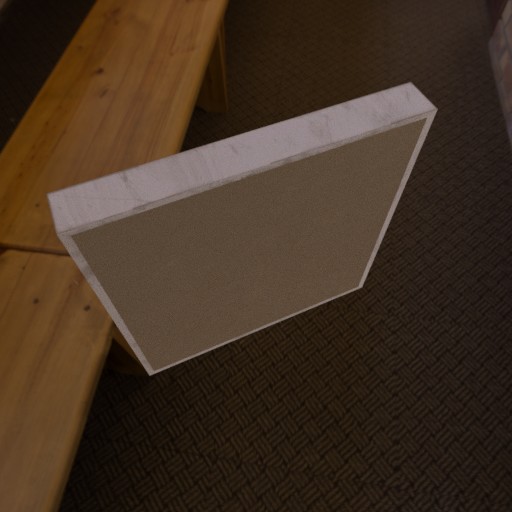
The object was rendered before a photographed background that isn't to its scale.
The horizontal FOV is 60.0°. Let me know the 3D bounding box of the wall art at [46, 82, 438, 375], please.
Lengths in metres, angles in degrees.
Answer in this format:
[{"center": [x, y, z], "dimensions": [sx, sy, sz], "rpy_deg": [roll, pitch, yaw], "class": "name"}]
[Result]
[{"center": [0.000, 0.000, 0.462], "dimensions": [0.305, 0.303, 0.038], "rpy_deg": [-21, 60, -13], "class": "wall art"}]
